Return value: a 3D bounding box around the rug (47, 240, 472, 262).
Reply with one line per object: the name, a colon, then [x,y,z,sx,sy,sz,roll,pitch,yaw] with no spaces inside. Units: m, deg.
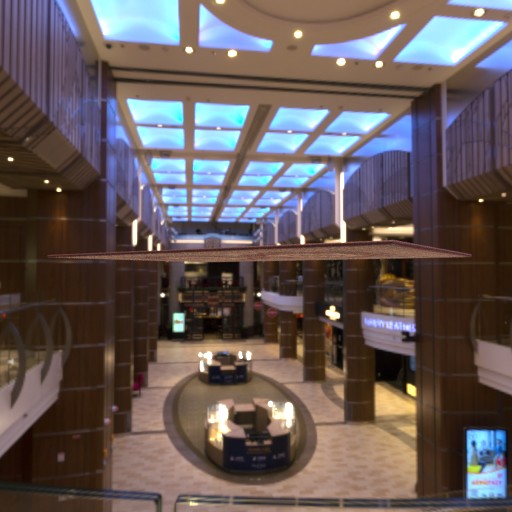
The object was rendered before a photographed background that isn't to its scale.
rug: [0.000,0.000,5.732,4.578,0.033,3.033,-2,-3,35]
